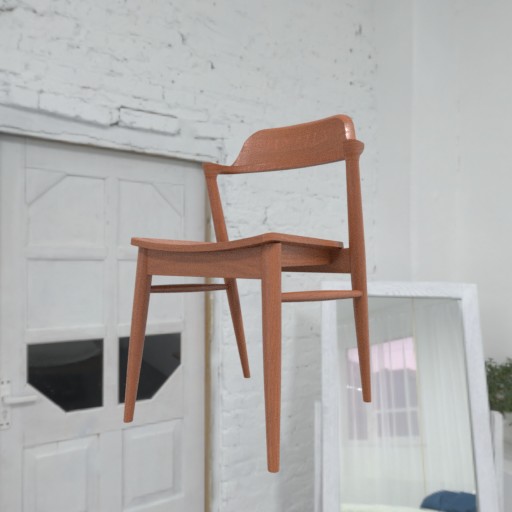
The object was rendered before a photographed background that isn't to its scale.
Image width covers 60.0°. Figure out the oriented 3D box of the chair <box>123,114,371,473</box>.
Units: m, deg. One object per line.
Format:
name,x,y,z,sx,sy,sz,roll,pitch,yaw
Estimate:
chair,0.000,0.000,1.146,0.496,0.801,0.499,0,0,36
